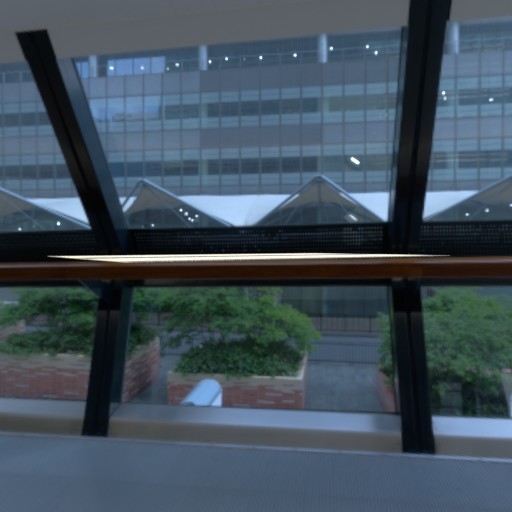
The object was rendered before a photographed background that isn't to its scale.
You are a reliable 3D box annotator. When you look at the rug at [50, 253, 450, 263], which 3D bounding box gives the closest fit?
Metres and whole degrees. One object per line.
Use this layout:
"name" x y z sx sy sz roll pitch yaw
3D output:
"rug" 0.000 0.000 3.156 2.453 0.003 1.519 -1 1 -36
